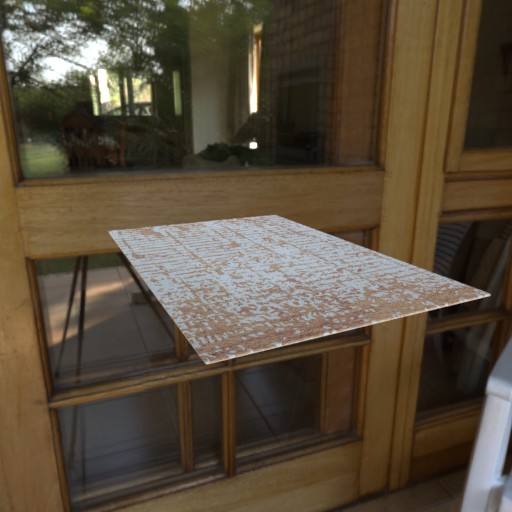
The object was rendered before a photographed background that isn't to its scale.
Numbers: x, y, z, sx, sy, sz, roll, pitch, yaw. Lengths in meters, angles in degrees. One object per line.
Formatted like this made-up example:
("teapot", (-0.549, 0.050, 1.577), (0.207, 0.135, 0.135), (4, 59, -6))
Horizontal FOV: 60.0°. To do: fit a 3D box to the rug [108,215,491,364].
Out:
("rug", (0.000, 0.000, 2.318), (1.219, 0.011, 1.829), (-8, 18, -25))
